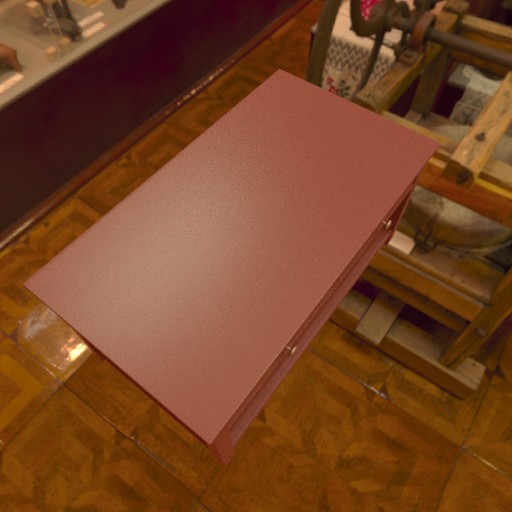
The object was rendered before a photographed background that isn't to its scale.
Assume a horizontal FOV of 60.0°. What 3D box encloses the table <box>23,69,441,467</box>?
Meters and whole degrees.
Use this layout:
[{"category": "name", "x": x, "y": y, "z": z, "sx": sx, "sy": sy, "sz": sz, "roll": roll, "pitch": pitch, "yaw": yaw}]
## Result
[{"category": "table", "x": 0.000, "y": 0.000, "z": 1.411, "sx": 0.612, "sy": 0.493, "sz": 1.068, "roll": 33, "pitch": 63, "yaw": 19}]
